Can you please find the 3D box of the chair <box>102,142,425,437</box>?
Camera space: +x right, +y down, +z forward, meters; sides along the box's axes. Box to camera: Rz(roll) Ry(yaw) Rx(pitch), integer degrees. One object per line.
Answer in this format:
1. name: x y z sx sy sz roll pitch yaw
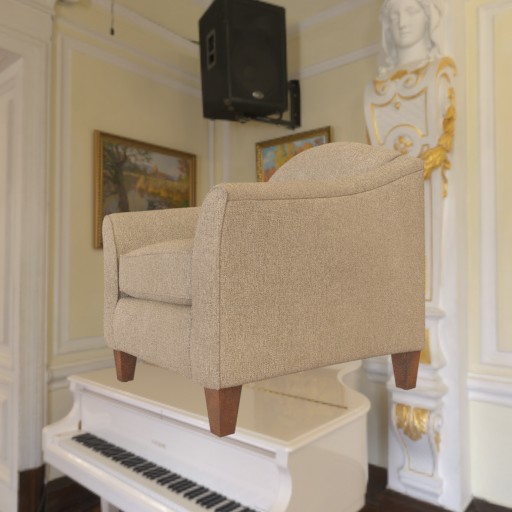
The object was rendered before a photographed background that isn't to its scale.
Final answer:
1. chair: 0.000 0.000 1.453 0.787 0.839 0.763 1 -2 -37
